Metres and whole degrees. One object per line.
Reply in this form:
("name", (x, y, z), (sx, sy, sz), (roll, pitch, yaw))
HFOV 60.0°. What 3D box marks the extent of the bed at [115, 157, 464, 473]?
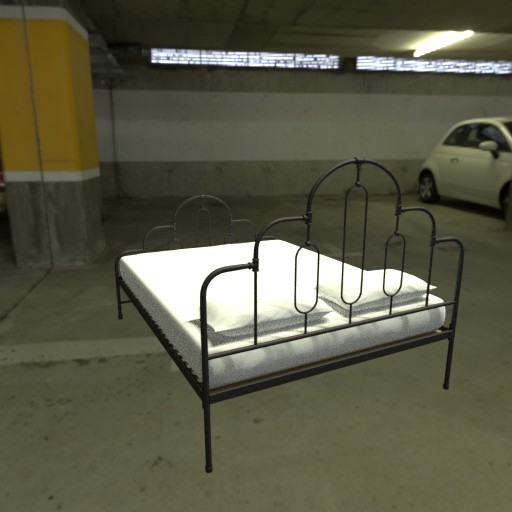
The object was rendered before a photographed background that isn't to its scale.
("bed", (0.000, 0.000, 3.181), (1.640, 1.429, 2.163), (-7, 16, -26))
